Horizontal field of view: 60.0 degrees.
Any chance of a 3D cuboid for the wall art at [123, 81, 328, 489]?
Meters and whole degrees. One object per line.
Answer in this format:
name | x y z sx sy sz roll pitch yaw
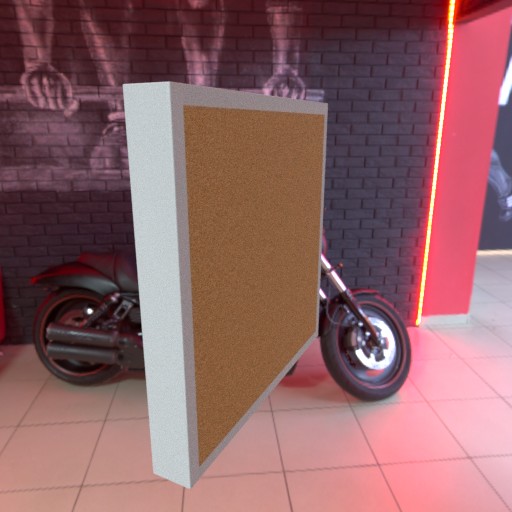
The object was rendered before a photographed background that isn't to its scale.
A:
wall art | 0.000 0.000 0.450 0.038 0.305 0.305 8 18 26
